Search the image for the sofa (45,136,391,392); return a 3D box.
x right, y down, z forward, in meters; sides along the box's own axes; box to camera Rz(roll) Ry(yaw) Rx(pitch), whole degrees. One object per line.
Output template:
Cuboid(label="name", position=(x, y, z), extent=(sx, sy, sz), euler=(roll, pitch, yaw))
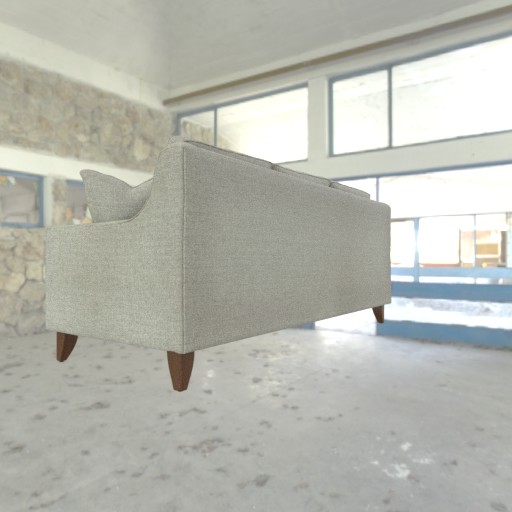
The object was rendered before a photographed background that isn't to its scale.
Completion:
Cuboid(label="sofa", position=(0.000, 0.000, 2.475), extent=(0.865, 0.914, 2.031), euler=(0, -1, 35))
